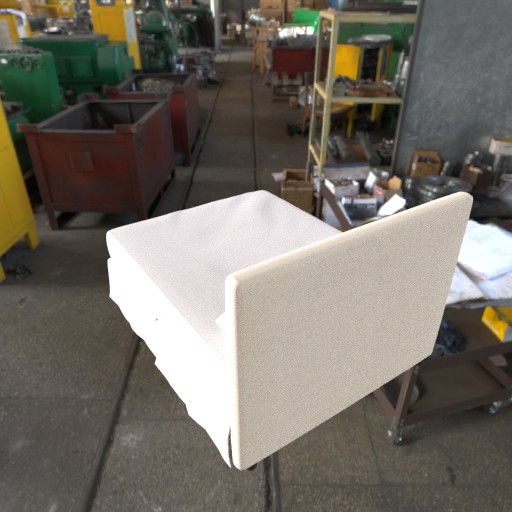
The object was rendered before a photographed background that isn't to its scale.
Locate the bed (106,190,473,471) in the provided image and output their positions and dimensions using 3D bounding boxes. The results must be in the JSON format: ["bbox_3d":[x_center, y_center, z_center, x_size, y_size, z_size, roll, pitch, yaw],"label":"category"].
[{"bbox_3d":[0.000,0.000,3.251,1.713,1.330,2.142,-19,36,-29],"label":"bed"}]
